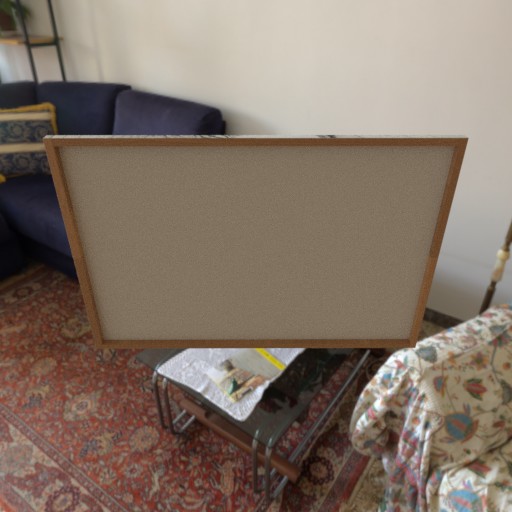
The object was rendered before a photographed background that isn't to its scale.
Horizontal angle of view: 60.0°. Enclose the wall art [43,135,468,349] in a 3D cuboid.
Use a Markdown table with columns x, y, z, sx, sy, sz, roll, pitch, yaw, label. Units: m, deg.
| x | y | z | sx | sy | sz | roll | pitch | yaw | label |
| --- | --- | --- | --- | --- | --- | --- | --- | --- | --- |
| 0.000 | 0.000 | 1.118 | 0.914 | 0.607 | 0.023 | 0 | 32 | 0 | wall art |
